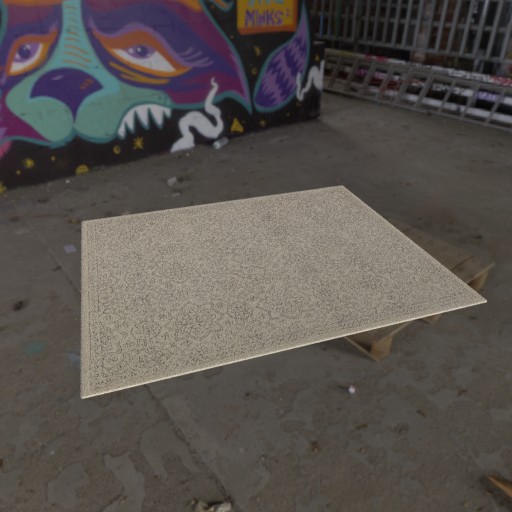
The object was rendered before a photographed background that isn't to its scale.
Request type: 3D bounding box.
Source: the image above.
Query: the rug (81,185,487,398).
[{"bbox_3d":[0.000,0.000,4.081,3.050,0.015,2.441,-10,33,-15],"label":"rug"}]
